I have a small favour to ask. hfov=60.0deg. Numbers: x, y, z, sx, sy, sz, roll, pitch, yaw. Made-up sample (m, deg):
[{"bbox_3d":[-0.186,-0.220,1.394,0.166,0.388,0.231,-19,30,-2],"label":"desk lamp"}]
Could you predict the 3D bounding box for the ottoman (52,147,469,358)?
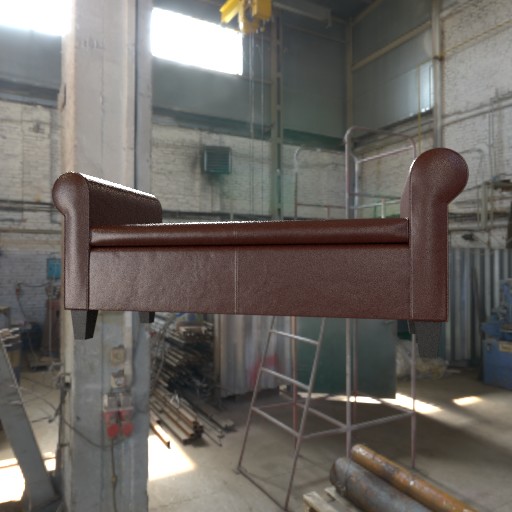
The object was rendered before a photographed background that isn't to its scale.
[{"bbox_3d":[0.000,0.000,1.524,1.256,0.547,0.521,0,-1,16],"label":"ottoman"}]
